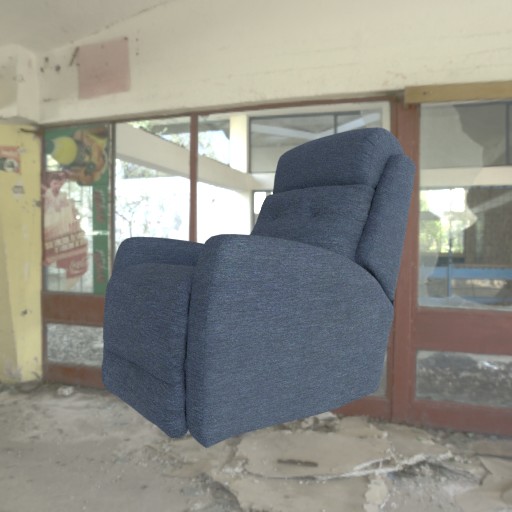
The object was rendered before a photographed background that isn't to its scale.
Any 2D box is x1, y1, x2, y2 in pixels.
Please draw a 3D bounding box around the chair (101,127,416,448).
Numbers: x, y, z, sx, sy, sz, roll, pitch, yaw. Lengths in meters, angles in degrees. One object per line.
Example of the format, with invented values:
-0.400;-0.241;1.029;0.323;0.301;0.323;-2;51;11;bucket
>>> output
0.000;0.000;1.687;1.043;1.013;0.798;-1;2;-37;chair
